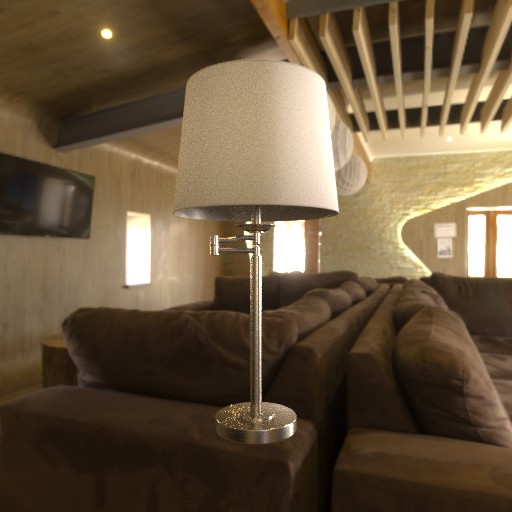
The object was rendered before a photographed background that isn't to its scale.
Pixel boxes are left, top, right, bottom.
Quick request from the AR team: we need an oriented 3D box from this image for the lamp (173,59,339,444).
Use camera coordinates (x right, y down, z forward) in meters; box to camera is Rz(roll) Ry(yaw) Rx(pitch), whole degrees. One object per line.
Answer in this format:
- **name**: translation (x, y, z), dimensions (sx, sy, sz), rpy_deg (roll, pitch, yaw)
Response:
- **lamp**: translation (0.000, 0.000, 0.901), dimensions (0.333, 0.696, 0.333), rpy_deg (0, 0, 0)
